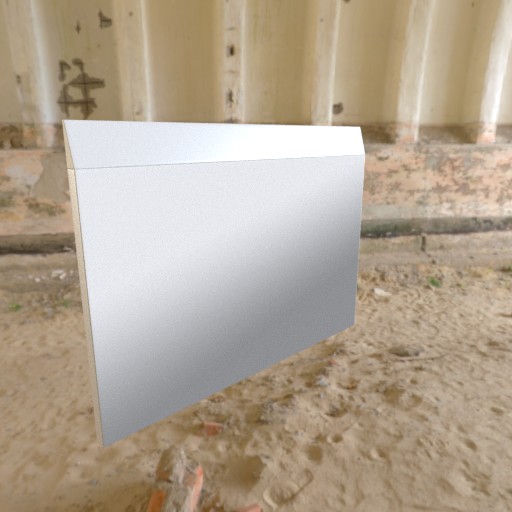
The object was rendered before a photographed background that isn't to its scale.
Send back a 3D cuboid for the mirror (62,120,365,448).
[{"bbox_3d":[0.000,0.000,1.104,0.870,0.630,0.030,-14,21,-42],"label":"mirror"}]
